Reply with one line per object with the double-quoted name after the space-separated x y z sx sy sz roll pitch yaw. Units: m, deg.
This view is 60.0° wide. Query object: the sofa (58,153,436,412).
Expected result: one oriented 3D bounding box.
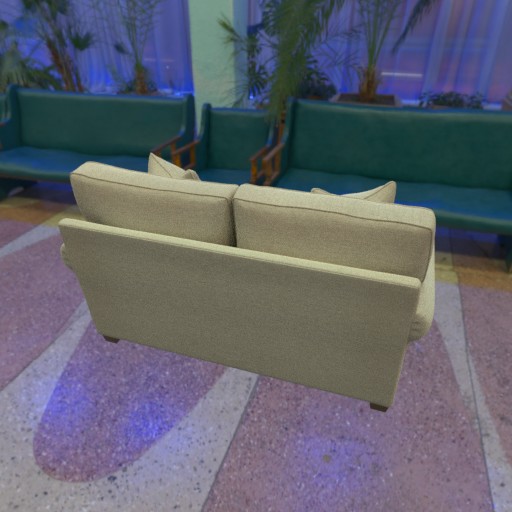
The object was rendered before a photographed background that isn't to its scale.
0.000 0.000 2.275 1.701 0.966 0.966 10 32 16 "sofa"
